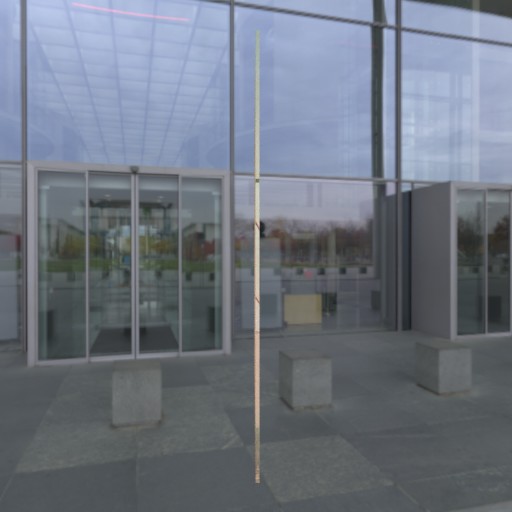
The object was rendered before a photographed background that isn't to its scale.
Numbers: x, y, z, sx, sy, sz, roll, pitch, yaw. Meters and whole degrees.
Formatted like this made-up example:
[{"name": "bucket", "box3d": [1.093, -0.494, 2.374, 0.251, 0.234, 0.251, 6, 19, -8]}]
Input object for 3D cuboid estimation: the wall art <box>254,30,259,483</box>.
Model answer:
[{"name": "wall art", "box3d": [0.000, 0.000, 2.249, 0.013, 1.523, 1.517, 0, 0, 0]}]
